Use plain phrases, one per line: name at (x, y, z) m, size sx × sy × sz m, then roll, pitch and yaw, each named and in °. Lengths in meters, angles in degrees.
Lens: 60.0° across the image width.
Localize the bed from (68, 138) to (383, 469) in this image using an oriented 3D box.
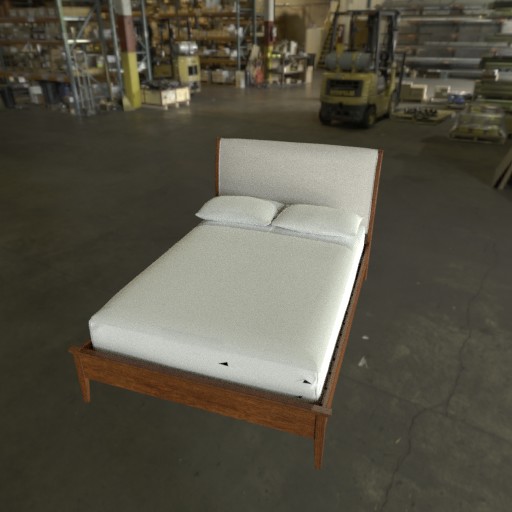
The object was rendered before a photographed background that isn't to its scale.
bed at (0.000, 0.000, 3.386) m, size 1.612 × 1.250 × 2.380 m, roll 9°, pitch 28°, yaw 17°
